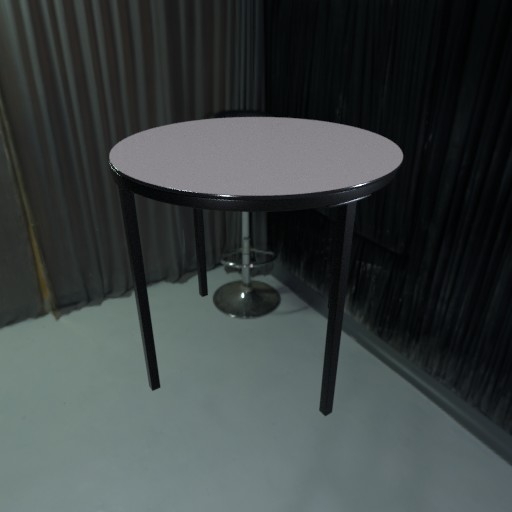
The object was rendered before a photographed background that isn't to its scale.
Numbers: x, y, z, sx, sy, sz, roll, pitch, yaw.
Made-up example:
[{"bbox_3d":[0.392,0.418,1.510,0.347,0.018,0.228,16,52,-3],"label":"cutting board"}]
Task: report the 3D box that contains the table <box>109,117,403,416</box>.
[{"bbox_3d":[0.000,0.000,0.886,0.499,0.443,0.499,0,28,0],"label":"table"}]
